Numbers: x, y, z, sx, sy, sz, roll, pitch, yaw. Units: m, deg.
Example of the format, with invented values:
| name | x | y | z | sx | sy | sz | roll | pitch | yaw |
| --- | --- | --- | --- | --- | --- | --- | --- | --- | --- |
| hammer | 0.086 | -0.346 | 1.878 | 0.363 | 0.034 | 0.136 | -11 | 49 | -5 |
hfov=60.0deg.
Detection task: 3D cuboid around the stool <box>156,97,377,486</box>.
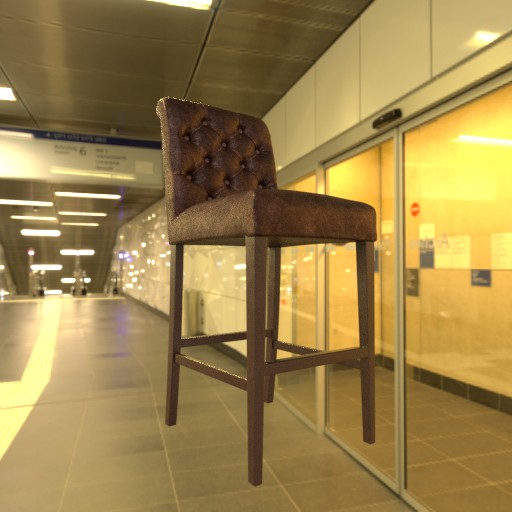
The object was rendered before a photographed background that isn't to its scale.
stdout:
| name | x | y | z | sx | sy | sz | roll | pitch | yaw |
| --- | --- | --- | --- | --- | --- | --- | --- | --- | --- |
| stool | 0.000 | 0.000 | 1.507 | 0.483 | 1.168 | 0.659 | 1 | -1 | -36 |
